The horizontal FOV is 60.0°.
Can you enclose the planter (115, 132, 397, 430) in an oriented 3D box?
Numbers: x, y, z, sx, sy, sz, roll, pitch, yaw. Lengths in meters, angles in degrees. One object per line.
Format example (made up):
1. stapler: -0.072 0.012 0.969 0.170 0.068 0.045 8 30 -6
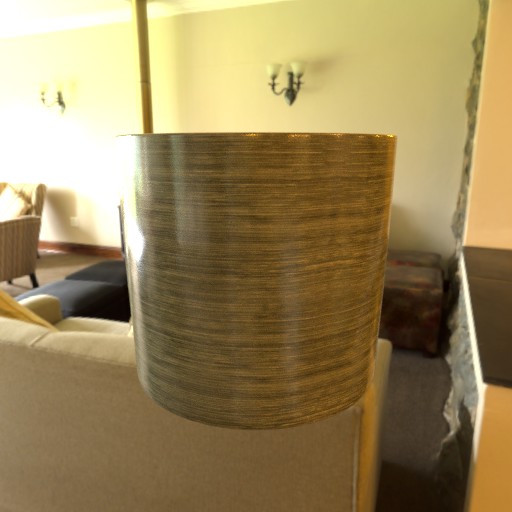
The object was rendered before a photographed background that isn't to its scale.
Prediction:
1. planter: 0.000 0.000 0.387 0.221 0.201 0.221 0 14 0
